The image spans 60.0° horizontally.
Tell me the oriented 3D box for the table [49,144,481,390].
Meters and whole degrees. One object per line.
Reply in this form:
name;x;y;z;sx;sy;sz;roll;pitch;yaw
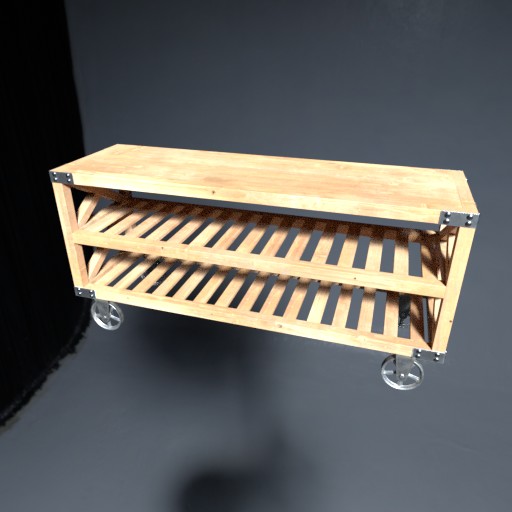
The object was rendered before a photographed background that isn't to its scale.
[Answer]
table;0.000;0.000;1.810;1.487;0.711;0.467;8;28;15
